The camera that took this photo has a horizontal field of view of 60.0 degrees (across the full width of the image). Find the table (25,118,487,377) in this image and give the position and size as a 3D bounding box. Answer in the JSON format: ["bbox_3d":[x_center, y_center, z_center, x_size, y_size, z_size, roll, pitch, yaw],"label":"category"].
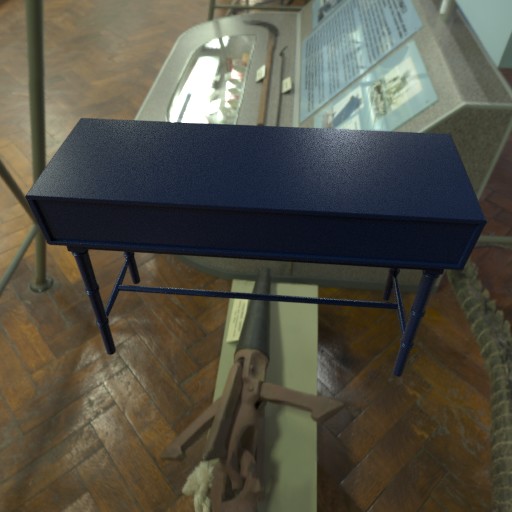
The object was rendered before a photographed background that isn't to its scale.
[{"bbox_3d":[0.000,0.000,1.470,1.118,0.749,0.399,4,46,3],"label":"table"}]
